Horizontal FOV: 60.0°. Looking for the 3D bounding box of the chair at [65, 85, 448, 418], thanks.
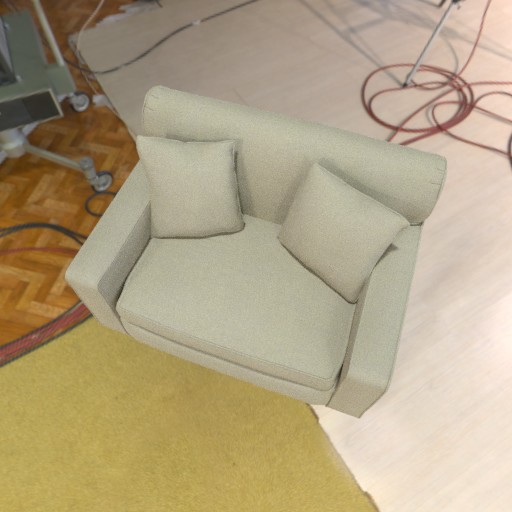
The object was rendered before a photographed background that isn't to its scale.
[{"bbox_3d":[0.000,0.000,2.082,1.383,0.948,1.000,17,61,10],"label":"chair"}]
